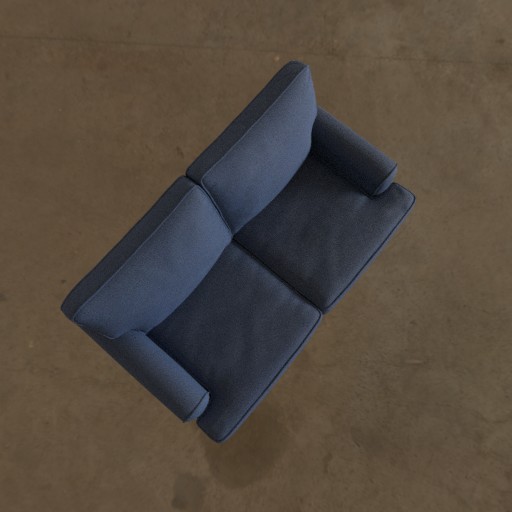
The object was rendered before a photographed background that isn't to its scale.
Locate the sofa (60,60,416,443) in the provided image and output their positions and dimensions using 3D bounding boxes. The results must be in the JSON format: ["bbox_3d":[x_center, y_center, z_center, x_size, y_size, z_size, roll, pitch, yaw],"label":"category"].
[{"bbox_3d":[0.000,0.000,2.264,0.965,0.965,1.651,39,80,9],"label":"sofa"}]
